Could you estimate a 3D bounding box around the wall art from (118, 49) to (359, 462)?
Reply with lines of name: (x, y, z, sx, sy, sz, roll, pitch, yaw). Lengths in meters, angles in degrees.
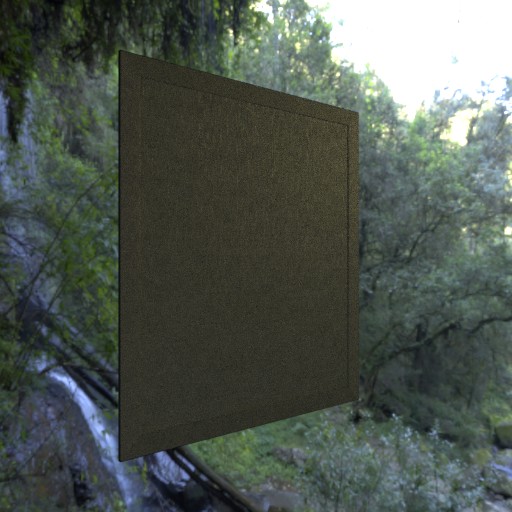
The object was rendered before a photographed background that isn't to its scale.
wall art: (0.000, 0.000, 0.607, 0.381, 0.457, 0.023, 0, 0, -34)
